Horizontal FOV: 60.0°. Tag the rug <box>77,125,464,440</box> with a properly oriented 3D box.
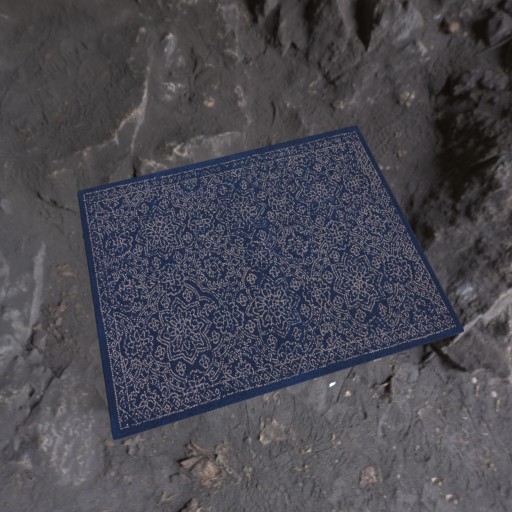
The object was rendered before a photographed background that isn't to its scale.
[{"bbox_3d":[0.000,0.000,4.157,3.048,0.010,2.438,-15,65,-7],"label":"rug"}]
